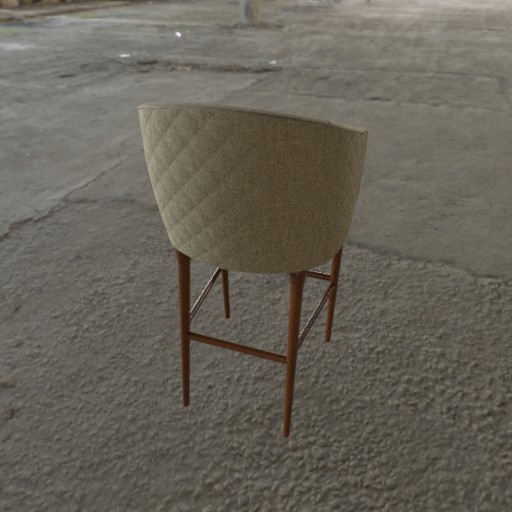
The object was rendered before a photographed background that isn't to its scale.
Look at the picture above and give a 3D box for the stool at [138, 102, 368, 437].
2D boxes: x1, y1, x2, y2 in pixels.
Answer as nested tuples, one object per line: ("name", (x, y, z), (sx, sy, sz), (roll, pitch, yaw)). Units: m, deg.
("stool", (0.000, 0.000, 1.429), (0.559, 1.078, 0.607), (11, 34, 16))
